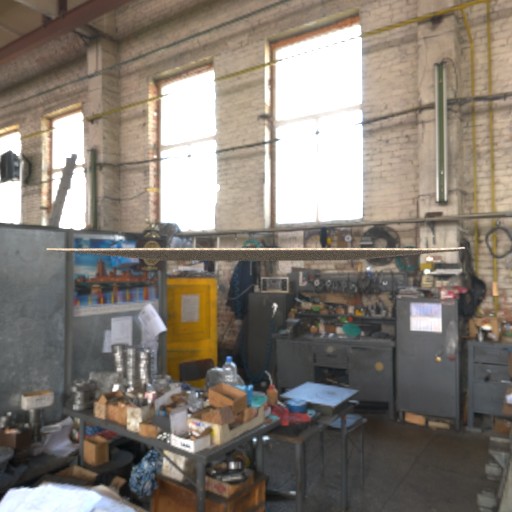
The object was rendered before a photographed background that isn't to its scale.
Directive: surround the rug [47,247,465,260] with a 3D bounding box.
[{"bbox_3d":[0.000,0.000,3.844,2.277,0.035,2.897,0,-2,0],"label":"rug"}]
